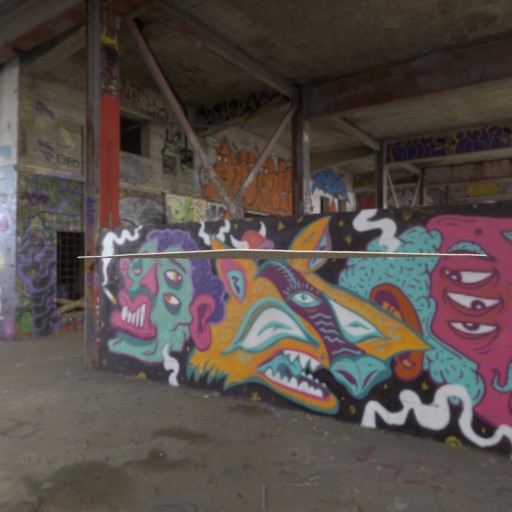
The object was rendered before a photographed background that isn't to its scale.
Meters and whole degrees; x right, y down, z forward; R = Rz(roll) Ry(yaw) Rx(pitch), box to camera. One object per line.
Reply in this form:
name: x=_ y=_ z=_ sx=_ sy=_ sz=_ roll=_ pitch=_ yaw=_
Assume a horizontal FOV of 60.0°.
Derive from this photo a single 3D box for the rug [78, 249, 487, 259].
rug: x=0.000 y=0.000 z=4.137 sx=2.448 sy=0.021 sz=3.051 roll=1 pitch=-1 yaw=-36
